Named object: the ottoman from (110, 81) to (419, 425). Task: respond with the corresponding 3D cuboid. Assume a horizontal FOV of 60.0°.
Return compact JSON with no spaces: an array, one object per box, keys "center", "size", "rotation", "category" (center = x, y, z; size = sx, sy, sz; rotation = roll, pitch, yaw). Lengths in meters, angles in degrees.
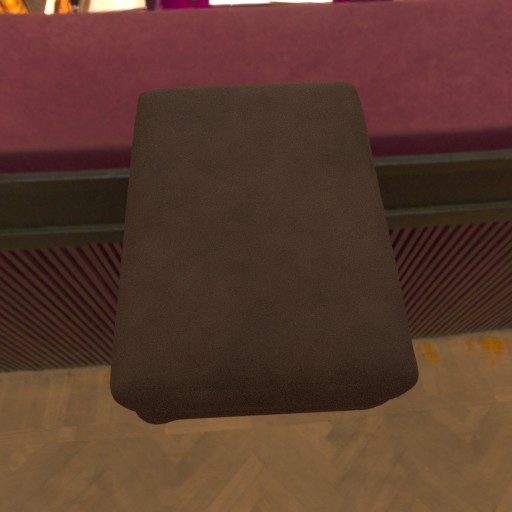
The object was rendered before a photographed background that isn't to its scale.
[{"center":[0.000,0.000,1.121],"size":[0.574,0.497,0.773],"rotation":[-3,63,-1],"category":"ottoman"}]
